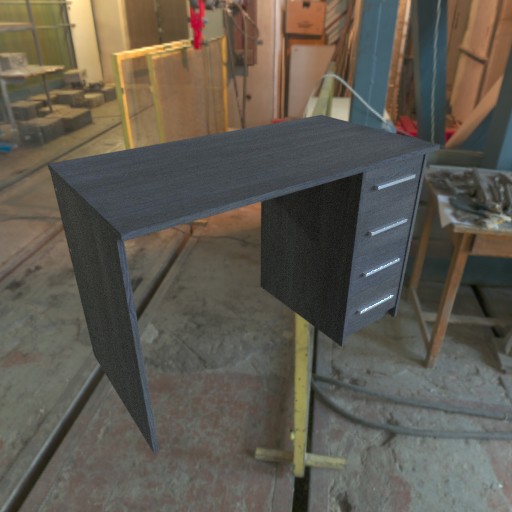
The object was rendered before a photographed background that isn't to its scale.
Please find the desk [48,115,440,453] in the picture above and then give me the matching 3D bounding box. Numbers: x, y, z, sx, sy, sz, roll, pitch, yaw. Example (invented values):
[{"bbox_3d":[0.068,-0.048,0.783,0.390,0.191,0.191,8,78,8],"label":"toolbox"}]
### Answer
[{"bbox_3d":[0.000,0.000,1.554,1.096,0.730,0.560,-20,35,-31],"label":"desk"}]
